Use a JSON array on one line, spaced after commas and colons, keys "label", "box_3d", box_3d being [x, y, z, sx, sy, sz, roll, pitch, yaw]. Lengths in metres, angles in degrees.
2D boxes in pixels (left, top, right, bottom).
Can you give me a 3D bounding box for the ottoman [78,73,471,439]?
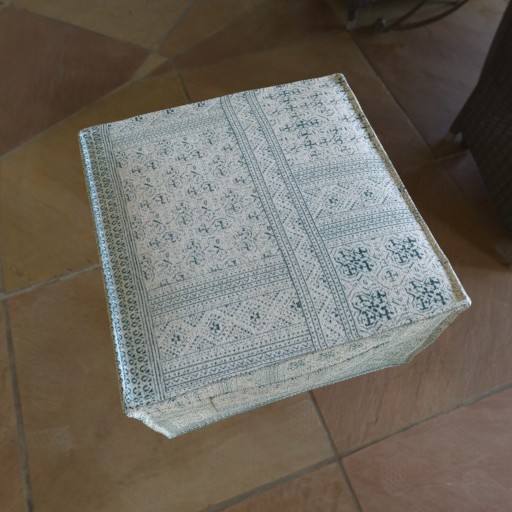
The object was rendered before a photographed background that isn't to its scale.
[{"label": "ottoman", "box_3d": [0.000, 0.000, 1.016, 0.617, 0.439, 0.626, -15, 64, -8]}]
